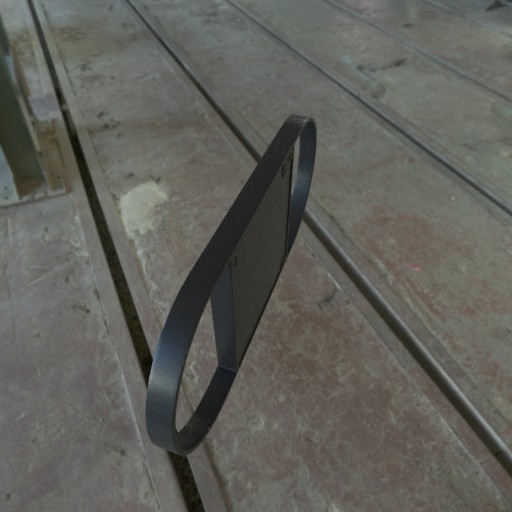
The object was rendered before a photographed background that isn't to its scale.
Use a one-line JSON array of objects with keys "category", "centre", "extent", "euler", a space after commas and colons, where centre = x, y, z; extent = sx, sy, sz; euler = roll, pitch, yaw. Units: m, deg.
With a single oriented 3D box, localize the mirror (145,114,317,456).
[{"category": "mirror", "centre": [0.000, 0.000, 0.659], "extent": [0.032, 0.254, 0.584], "euler": [15, 48, 14]}]
